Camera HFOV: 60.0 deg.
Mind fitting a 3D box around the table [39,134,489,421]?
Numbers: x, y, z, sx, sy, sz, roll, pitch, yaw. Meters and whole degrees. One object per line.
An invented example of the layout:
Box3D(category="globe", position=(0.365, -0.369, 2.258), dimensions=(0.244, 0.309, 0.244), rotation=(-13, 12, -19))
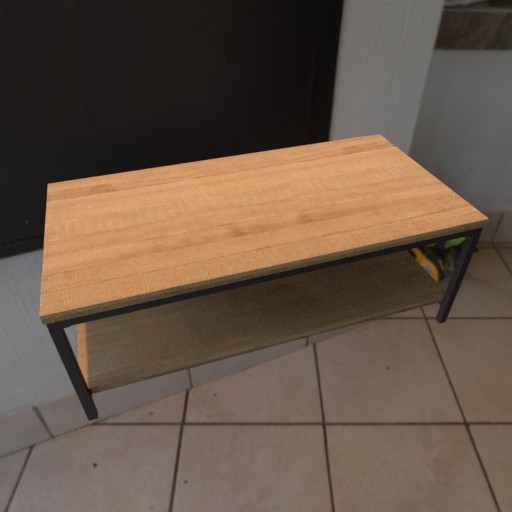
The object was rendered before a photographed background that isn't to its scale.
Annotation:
Box3D(category="table", position=(0.000, 0.000, 1.352), dimensions=(1.100, 0.399, 0.551), rotation=(-12, 41, -14))
